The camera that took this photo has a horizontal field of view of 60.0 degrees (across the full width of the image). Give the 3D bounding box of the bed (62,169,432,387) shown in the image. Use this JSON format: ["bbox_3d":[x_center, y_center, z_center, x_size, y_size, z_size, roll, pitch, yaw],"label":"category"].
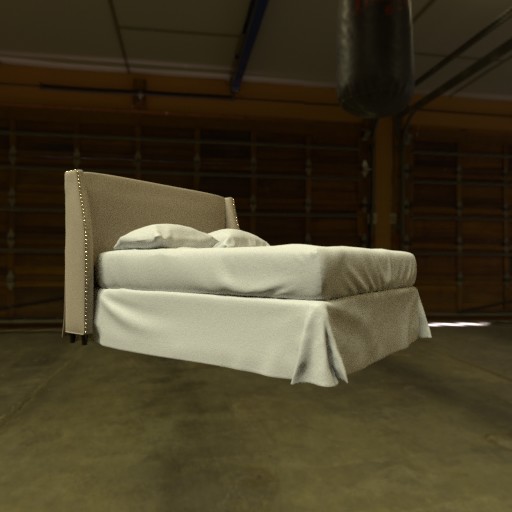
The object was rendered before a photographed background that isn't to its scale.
[{"bbox_3d":[0.000,0.000,3.487,2.276,1.332,1.925,0,-1,36],"label":"bed"}]
